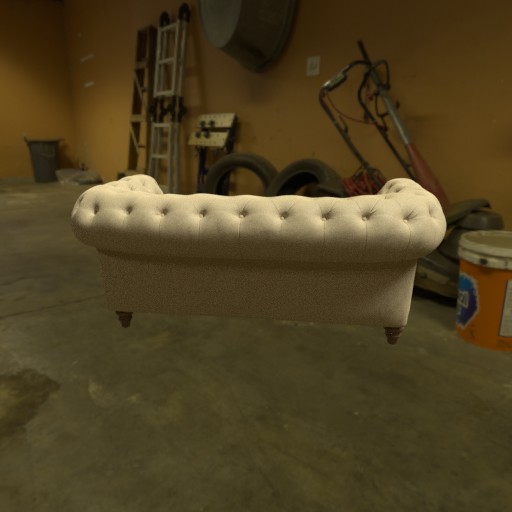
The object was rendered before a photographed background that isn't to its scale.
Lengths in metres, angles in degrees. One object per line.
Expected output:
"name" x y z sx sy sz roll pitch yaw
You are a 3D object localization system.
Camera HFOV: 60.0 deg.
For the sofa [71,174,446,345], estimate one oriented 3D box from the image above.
"sofa" 0.000 0.000 2.560 1.988 0.835 1.069 2 16 8
